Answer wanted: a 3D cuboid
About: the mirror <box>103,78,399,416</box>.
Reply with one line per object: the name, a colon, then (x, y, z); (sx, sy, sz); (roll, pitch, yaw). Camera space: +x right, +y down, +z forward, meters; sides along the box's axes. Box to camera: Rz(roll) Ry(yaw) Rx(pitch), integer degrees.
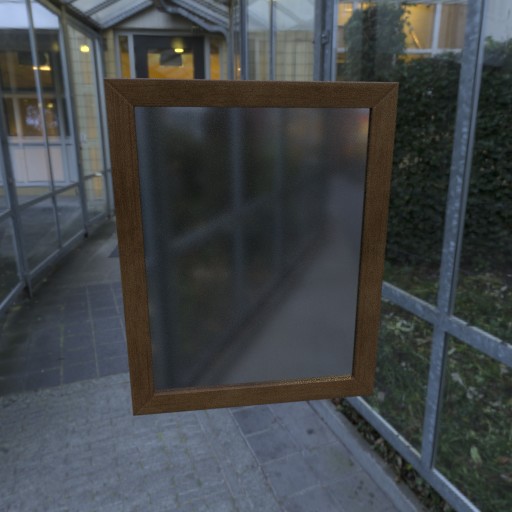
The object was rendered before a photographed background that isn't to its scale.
mirror: (0.000, 0.000, 0.690); (0.405, 0.508, 0.041); (-2, 16, -8)
